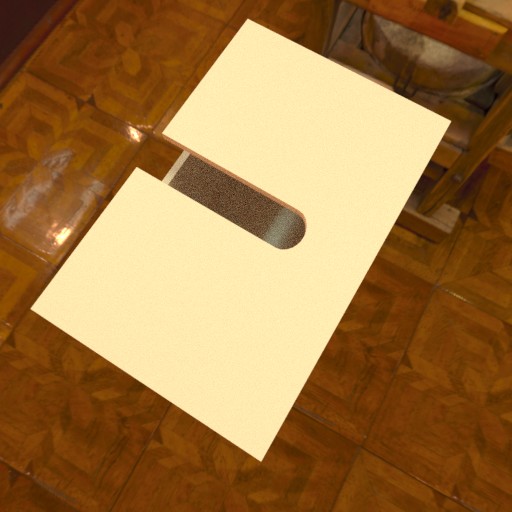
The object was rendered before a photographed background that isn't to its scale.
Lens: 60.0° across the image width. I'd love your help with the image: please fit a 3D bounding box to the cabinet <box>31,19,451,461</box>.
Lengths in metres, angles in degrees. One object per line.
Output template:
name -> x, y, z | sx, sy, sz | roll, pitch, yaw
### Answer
cabinet -> 0.000, 0.000, 0.933 | 0.400, 0.522, 0.600 | 30, 77, 8
